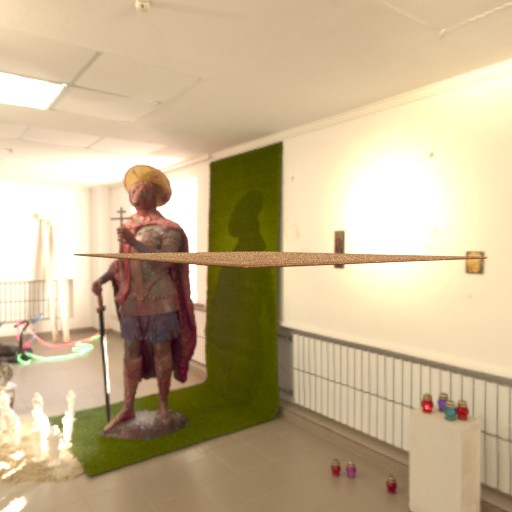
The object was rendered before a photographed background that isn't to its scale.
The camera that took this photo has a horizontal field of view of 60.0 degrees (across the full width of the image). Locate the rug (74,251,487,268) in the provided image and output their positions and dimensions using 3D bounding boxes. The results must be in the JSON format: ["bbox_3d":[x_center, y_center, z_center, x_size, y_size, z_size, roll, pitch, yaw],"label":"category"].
[{"bbox_3d":[0.000,0.000,4.101,2.441,0.015,3.050,-1,2,-37],"label":"rug"}]
